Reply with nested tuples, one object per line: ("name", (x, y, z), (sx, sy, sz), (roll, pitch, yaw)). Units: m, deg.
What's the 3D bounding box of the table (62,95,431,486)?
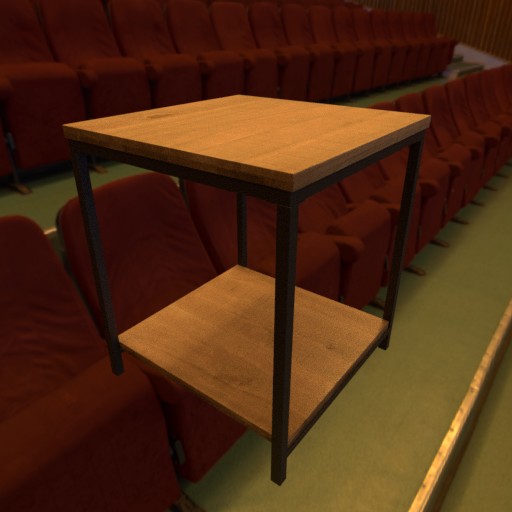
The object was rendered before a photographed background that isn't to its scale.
("table", (0.000, 0.000, 0.987), (0.503, 0.589, 0.507), (19, 33, 33))
